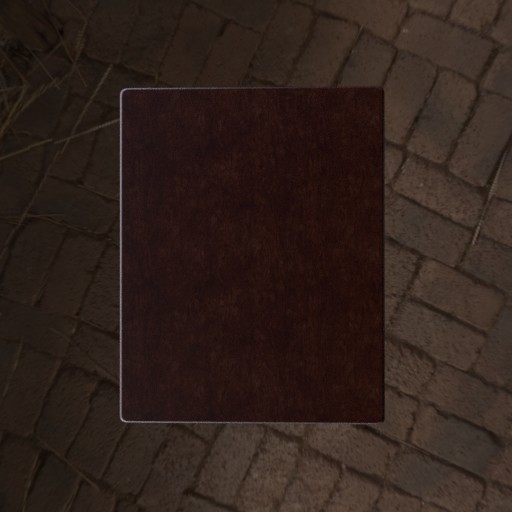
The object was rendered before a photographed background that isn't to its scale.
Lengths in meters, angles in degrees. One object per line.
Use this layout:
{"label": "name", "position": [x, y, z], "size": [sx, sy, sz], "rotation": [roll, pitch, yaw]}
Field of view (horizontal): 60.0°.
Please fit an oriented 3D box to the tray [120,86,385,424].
{"label": "tray", "position": [0.000, 0.000, 0.962], "size": [0.381, 0.660, 0.483], "rotation": [0, 90, 1]}
